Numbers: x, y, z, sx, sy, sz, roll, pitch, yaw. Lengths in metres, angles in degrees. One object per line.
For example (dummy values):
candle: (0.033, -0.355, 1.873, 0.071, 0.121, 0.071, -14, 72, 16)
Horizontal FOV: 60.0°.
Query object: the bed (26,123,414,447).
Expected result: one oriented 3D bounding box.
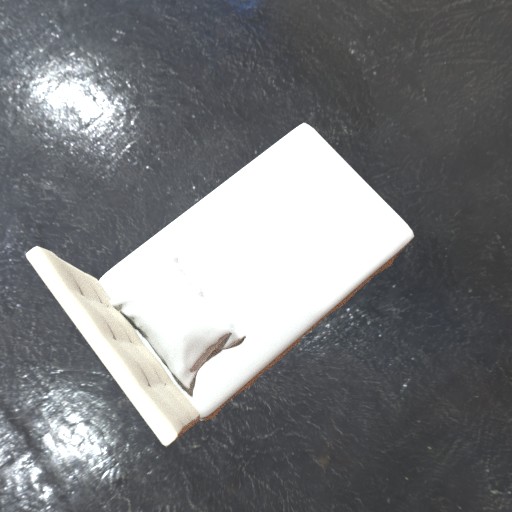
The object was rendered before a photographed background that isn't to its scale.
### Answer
bed: (0.000, 0.000, 2.930, 1.997, 1.571, 1.261, -39, 78, -10)
